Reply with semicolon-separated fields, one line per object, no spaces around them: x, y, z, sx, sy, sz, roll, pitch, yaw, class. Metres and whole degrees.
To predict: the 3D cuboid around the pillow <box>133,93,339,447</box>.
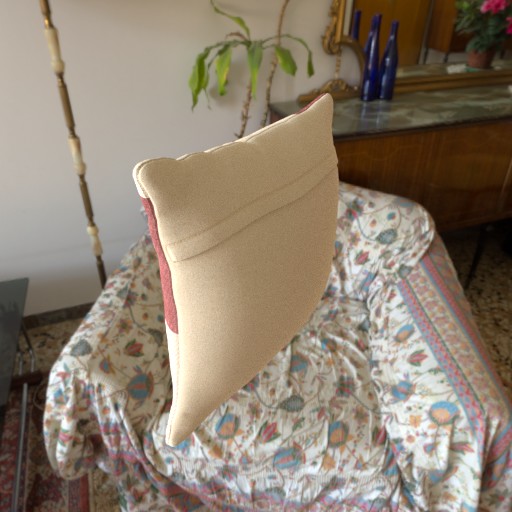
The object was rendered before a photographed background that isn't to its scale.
0.000;0.000;0.817;0.229;0.506;0.536;20;37;28;pillow
